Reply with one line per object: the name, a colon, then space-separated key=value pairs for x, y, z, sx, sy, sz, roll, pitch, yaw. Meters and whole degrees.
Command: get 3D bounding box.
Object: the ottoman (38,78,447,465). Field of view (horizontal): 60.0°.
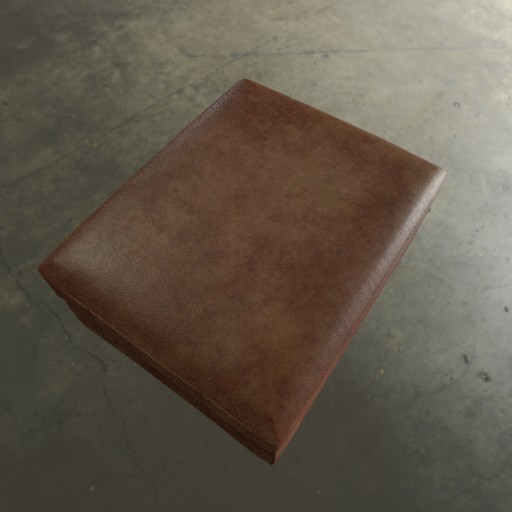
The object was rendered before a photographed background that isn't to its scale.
ottoman: x=0.000 y=0.000 z=1.777 sx=0.965 sy=0.667 sz=1.186 roll=31 pitch=64 yaw=17
